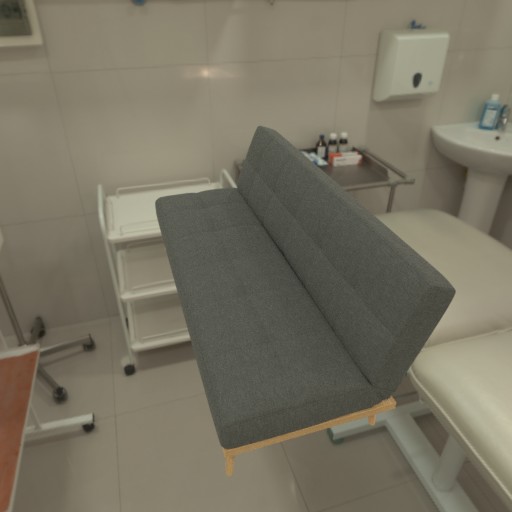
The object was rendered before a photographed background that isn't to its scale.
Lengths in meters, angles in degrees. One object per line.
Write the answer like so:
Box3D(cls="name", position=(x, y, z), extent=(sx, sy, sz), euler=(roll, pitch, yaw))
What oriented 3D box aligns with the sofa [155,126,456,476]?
Box3D(cls="sofa", position=(0.000, 0.000, 2.231), extent=(0.820, 0.770, 1.820), euler=(-10, 34, -15))
